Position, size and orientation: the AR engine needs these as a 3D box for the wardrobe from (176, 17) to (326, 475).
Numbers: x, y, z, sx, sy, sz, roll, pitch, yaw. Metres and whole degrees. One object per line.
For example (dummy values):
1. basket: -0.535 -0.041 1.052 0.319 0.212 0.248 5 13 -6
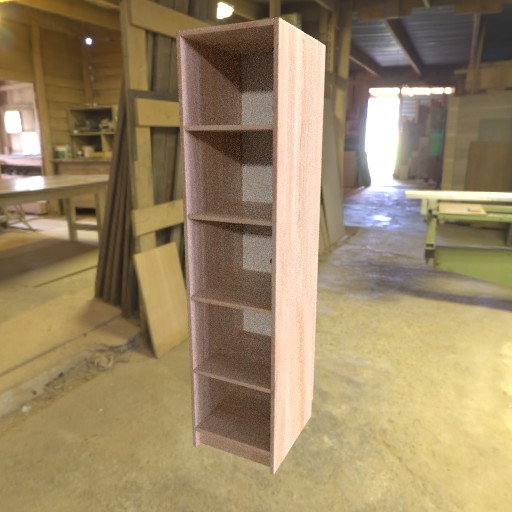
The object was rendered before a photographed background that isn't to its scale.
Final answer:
1. wardrobe: 0.000 0.000 2.358 0.496 2.117 0.588 7 16 26
